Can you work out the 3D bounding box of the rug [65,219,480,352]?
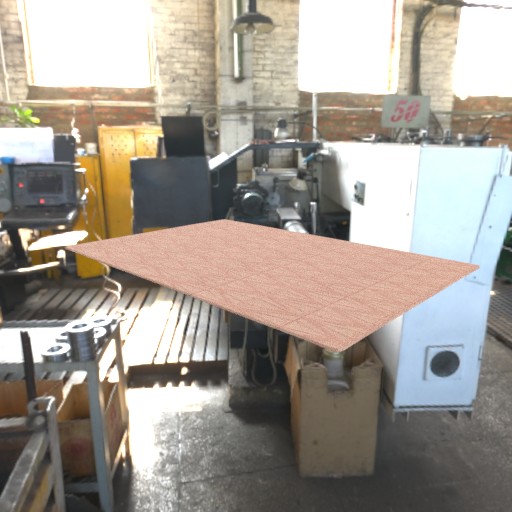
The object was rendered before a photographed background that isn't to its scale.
[{"bbox_3d":[0.000,0.000,3.016,2.390,0.015,1.609,14,20,42],"label":"rug"}]
